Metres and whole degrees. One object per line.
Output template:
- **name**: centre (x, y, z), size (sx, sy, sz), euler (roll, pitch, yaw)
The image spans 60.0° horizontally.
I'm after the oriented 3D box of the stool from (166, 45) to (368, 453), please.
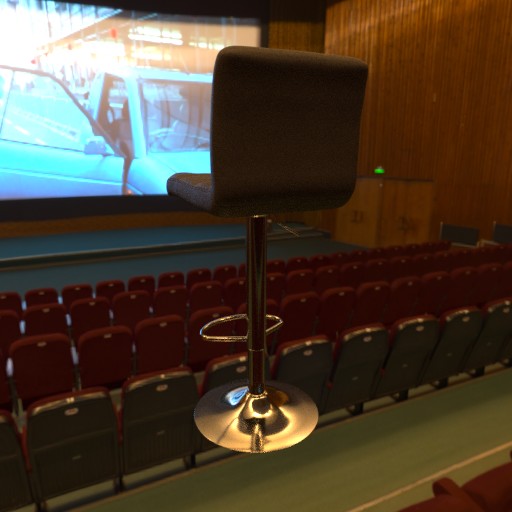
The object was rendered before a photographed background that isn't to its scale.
- **stool**: centre (0.000, 0.000, 1.390), size (0.430, 1.115, 0.505), euler (-7, 16, -26)
